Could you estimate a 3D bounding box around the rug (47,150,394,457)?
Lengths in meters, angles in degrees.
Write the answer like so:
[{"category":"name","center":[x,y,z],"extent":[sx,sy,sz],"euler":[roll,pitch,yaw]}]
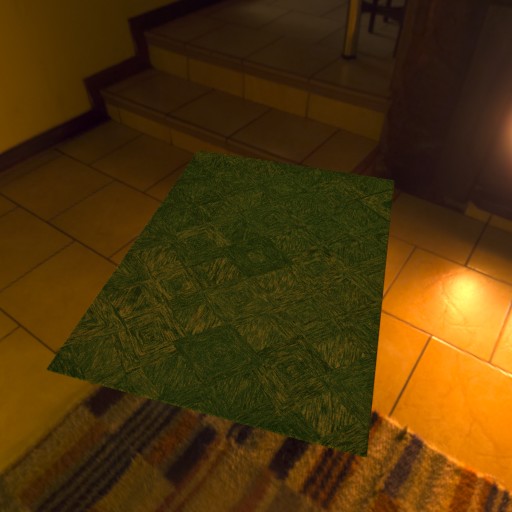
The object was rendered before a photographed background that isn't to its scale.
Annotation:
[{"category":"rug","center":[0.000,0.000,4.229],"extent":[2.405,0.027,3.217],"euler":[11,46,11]}]
